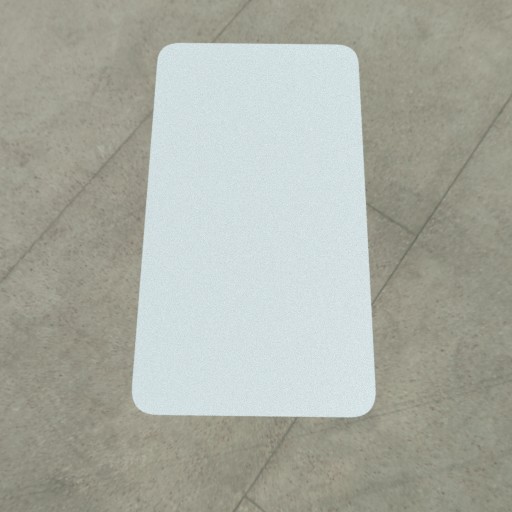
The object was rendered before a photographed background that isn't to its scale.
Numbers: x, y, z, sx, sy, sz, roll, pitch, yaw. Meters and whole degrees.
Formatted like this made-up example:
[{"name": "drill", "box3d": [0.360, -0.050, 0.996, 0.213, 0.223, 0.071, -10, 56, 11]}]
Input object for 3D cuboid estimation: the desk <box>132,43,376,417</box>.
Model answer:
[{"name": "desk", "box3d": [0.000, 0.000, 1.265, 0.446, 0.760, 0.790, 1, 76, 0]}]
